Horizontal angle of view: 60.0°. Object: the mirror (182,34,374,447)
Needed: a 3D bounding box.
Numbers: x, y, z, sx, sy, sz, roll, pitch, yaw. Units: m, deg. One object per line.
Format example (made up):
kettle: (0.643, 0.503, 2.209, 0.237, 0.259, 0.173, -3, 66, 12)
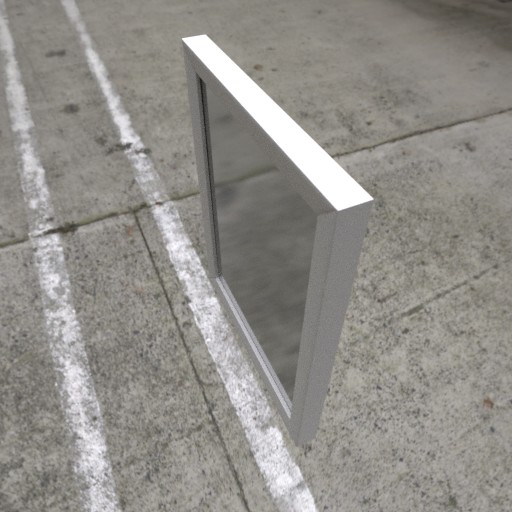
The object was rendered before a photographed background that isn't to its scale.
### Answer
mirror: (0.000, 0.000, 0.678, 0.041, 0.508, 0.405, -18, 49, -17)
